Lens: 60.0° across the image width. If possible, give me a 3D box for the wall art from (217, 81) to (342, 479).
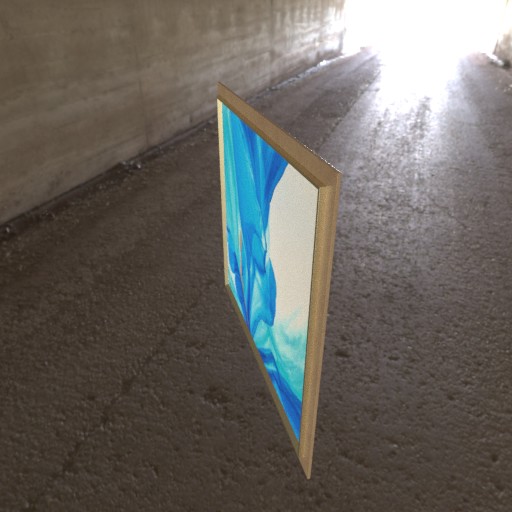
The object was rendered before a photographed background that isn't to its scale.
[{"bbox_3d":[0.000,0.000,1.684,0.025,1.067,1.168,-9,32,-14],"label":"wall art"}]
